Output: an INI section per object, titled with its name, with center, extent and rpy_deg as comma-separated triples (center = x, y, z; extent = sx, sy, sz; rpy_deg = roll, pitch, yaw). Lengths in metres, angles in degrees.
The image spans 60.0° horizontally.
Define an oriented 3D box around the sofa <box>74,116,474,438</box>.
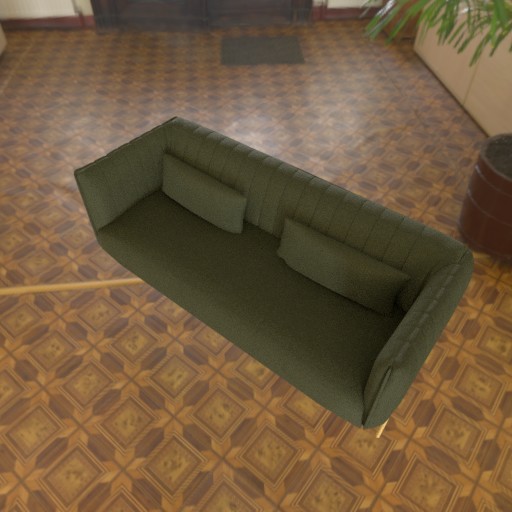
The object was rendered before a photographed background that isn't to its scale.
[sofa]
center = 0.000, 0.000, 2.605
extent = 2.137, 0.793, 0.896
rpy_deg = 30, 53, 25
